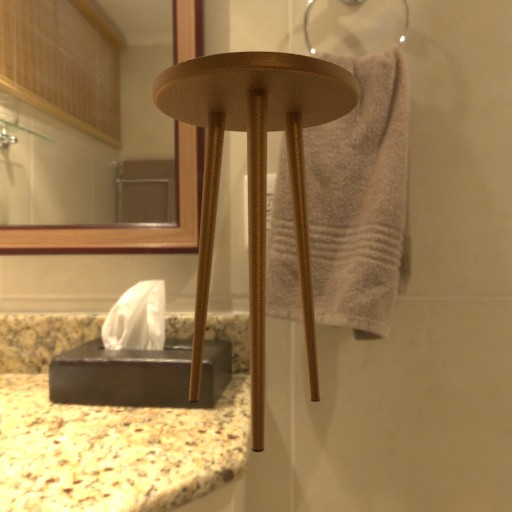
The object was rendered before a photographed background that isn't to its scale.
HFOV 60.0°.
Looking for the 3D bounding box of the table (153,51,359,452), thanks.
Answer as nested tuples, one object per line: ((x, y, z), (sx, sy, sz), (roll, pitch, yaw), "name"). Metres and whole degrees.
((0.000, 0.000, 0.665), (0.299, 0.480, 0.299), (-1, 2, -34), "table")
